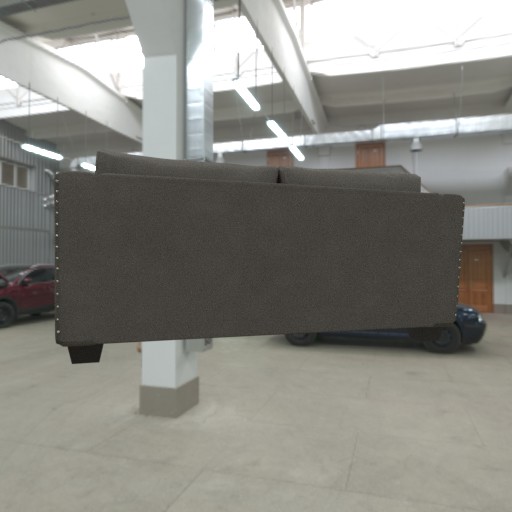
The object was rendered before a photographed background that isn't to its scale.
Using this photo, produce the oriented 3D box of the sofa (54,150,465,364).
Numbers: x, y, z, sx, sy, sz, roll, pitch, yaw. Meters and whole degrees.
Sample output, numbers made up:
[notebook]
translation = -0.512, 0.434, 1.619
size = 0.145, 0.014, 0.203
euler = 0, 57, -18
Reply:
[sofa]
translation = 0.000, 0.000, 3.224
size = 2.550, 1.196, 1.336
euler = 0, -1, -18
